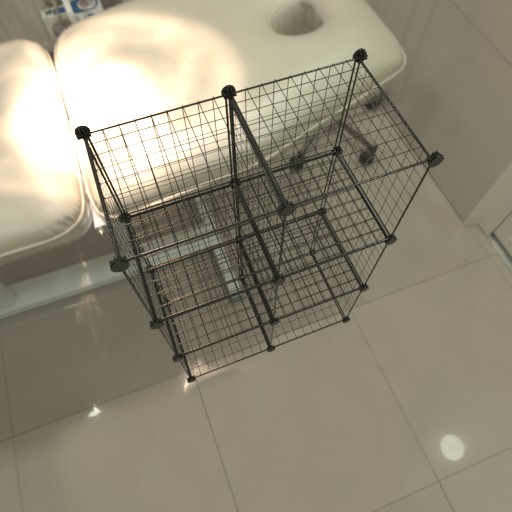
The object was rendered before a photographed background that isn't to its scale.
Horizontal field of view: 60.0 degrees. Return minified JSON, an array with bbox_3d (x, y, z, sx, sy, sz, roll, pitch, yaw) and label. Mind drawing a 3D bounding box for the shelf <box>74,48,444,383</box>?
[{"bbox_3d":[0.000,0.000,1.411,0.711,1.067,0.356,-19,65,-10],"label":"shelf"}]
